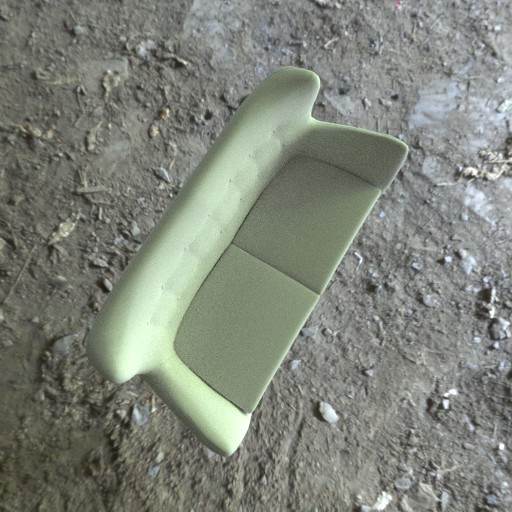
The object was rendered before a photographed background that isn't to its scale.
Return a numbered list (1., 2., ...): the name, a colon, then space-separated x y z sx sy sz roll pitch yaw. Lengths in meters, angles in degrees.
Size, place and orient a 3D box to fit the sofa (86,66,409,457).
1. sofa: 0.000 0.000 2.511 0.899 0.890 1.930 31 78 7
